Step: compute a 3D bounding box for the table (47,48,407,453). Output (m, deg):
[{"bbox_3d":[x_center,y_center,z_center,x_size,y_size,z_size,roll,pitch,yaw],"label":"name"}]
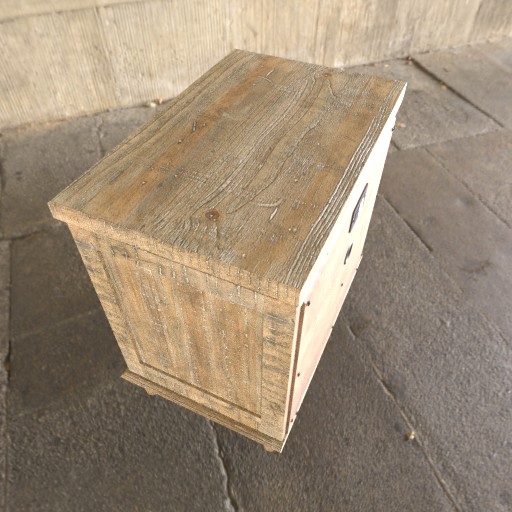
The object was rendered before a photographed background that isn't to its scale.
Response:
[{"bbox_3d":[0.000,0.000,1.130,0.457,0.711,0.686,19,50,17],"label":"table"}]
